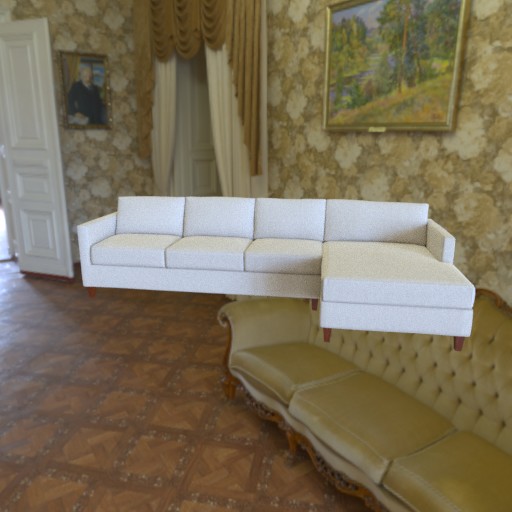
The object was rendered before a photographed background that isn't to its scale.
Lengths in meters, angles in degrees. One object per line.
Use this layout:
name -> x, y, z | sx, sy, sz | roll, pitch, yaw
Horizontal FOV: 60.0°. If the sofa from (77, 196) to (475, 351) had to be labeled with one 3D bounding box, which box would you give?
sofa -> 0.000, 0.000, 4.188 | 3.471, 0.954, 1.599 | 2, 15, 9
